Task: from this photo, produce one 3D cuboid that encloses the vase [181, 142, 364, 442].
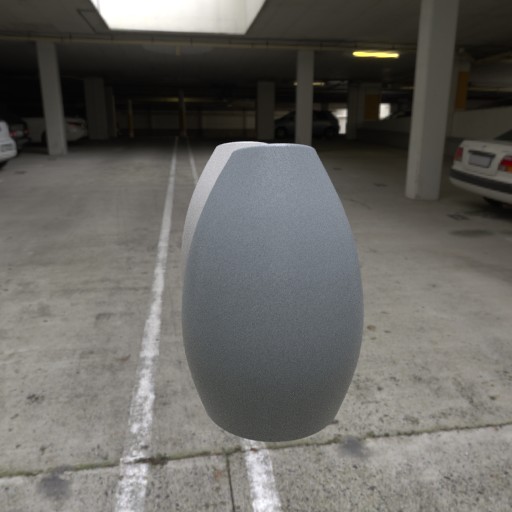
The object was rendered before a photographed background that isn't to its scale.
[{"bbox_3d":[0.000,0.000,0.264,0.089,0.131,0.187,-2,15,-9],"label":"vase"}]
